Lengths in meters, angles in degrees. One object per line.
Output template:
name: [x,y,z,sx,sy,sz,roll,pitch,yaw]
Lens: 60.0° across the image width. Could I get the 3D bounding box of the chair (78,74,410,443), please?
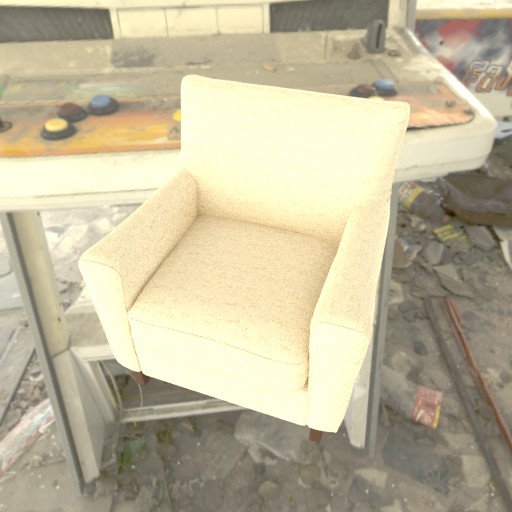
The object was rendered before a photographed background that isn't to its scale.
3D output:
chair: [0.000,0.000,1.578,0.870,0.943,0.823,13,43,15]
